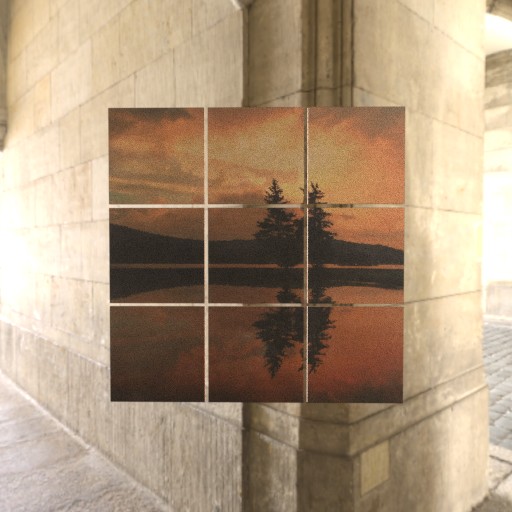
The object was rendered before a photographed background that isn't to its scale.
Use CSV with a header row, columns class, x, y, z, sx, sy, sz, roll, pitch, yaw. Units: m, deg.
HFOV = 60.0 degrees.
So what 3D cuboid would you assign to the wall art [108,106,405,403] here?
class,x,y,z,sx,sy,sz,roll,pitch,yaw
wall art,0.000,0.000,1.834,1.216,1.218,0.013,0,1,1
